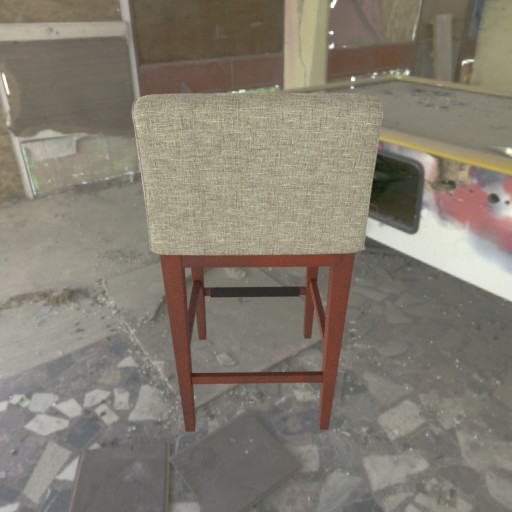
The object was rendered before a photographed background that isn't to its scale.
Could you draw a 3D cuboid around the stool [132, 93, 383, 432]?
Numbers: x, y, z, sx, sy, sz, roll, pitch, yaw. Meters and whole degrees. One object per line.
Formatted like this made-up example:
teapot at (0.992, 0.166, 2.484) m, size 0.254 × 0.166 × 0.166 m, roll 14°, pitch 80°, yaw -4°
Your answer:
stool at (0.000, 0.000, 1.106) m, size 0.417 × 0.835 × 0.459 m, roll -1°, pitch 30°, yaw -1°
